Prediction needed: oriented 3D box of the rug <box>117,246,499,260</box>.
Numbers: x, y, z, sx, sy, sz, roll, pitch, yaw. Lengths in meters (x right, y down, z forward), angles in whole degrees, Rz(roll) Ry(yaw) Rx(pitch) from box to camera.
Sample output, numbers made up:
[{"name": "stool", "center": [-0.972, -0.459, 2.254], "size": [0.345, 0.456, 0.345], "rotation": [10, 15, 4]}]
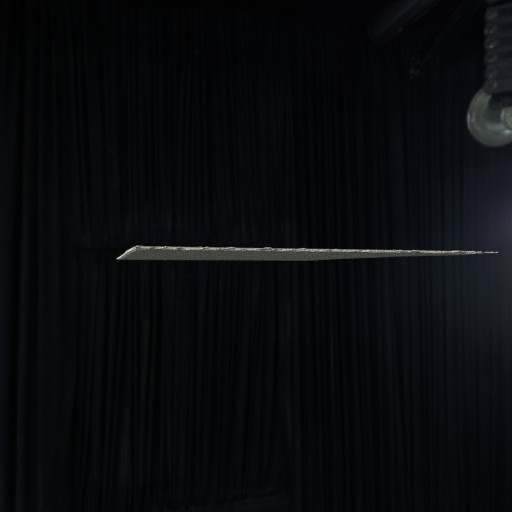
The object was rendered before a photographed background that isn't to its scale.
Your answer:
[{"name": "rug", "center": [0.000, 0.000, 4.118], "size": [2.388, 0.030, 3.213], "rotation": [1, -2, -19]}]
